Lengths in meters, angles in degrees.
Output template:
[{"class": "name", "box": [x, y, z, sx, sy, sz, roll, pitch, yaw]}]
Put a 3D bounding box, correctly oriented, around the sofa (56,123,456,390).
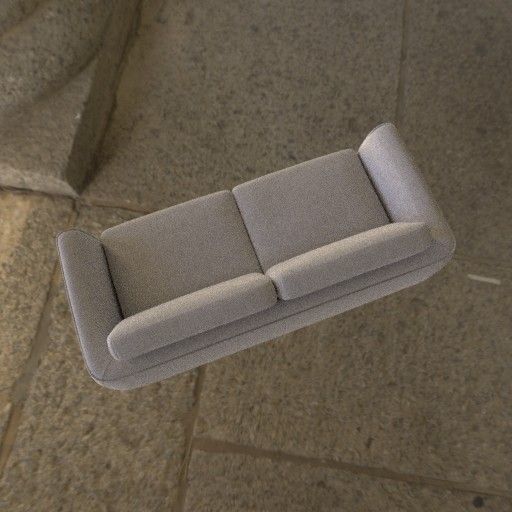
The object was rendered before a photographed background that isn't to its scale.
[{"class": "sofa", "box": [0.000, 0.000, 2.511, 2.000, 0.850, 0.920, -19, 75, -6]}]
